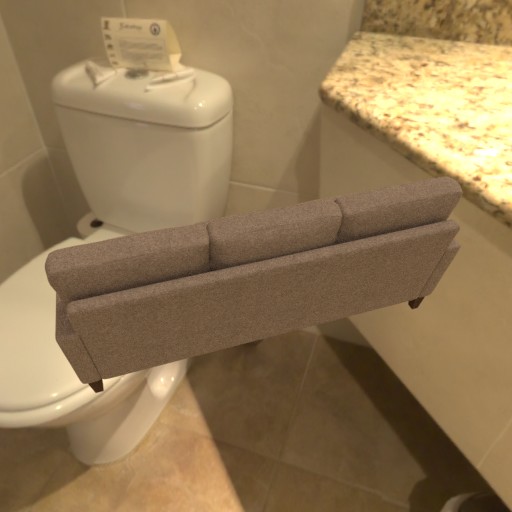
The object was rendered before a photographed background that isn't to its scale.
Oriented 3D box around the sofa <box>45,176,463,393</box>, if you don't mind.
[{"bbox_3d":[0.000,0.000,2.556,2.115,0.984,0.888,-12,43,-13],"label":"sofa"}]
